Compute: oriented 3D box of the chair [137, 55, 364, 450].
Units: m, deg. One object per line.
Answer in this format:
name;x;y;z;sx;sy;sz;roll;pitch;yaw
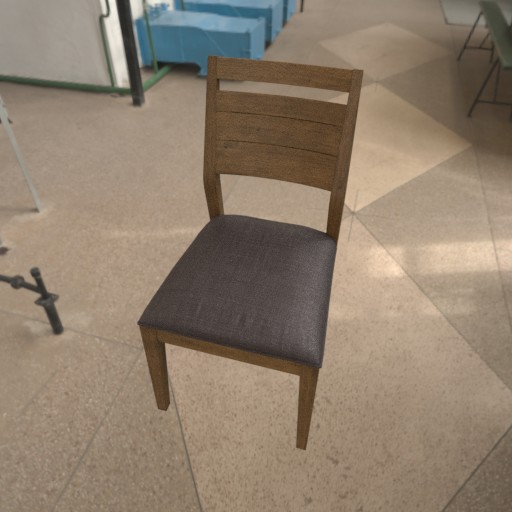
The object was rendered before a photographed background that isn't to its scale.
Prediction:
chair;0.000;0.000;1.305;0.501;0.939;0.610;11;43;12
